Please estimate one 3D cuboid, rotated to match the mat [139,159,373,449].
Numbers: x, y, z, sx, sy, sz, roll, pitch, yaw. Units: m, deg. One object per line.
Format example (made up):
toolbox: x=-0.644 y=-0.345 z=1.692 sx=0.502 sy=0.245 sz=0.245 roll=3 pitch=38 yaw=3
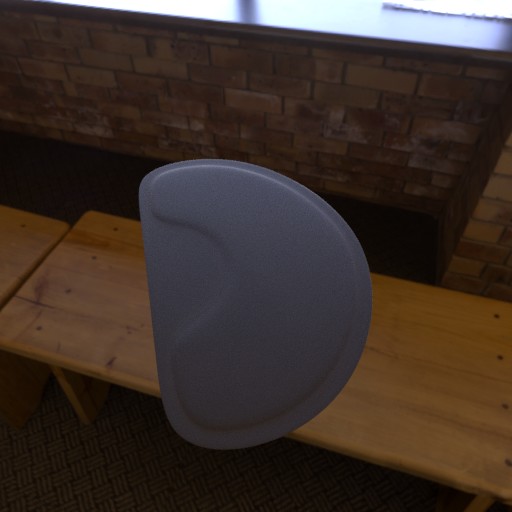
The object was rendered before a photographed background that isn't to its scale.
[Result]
mat: x=0.000 y=0.000 z=1.875 sx=0.913 sy=0.013 sz=1.524 roll=-10 pitch=48 yaw=-10
